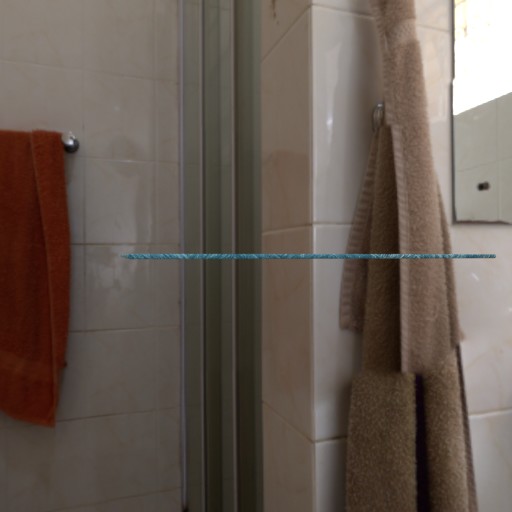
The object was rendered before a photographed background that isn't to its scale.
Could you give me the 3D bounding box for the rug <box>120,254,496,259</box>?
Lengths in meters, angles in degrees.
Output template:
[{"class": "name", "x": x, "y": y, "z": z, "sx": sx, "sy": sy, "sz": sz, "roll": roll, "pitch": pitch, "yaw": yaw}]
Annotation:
[{"class": "rug", "x": 0.000, "y": 0.000, "z": 4.177, "sx": 2.405, "sy": 0.027, "sz": 3.217, "roll": 0, "pitch": 0, "yaw": -18}]
